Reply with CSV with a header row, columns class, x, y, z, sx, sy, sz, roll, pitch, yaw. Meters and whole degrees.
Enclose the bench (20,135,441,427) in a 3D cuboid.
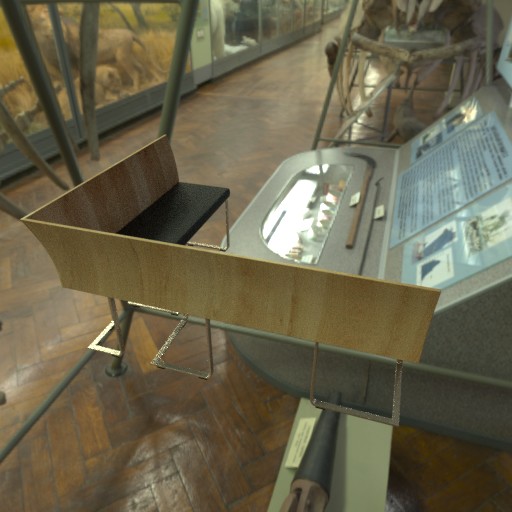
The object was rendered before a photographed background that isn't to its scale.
class,x,y,z,sx,sy,sz,roll,pitch,yaw
bench,0.000,0.000,2.764,1.945,0.930,1.495,10,33,15
